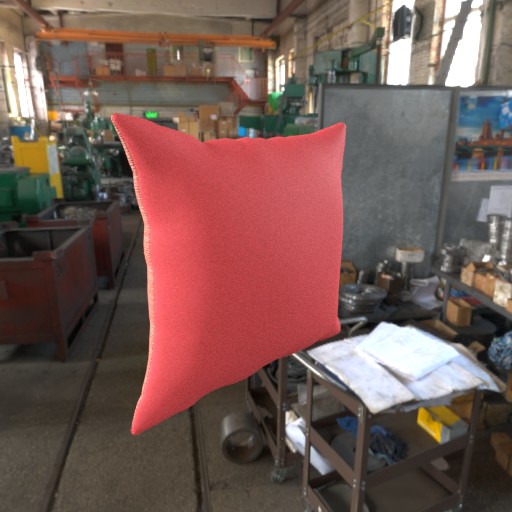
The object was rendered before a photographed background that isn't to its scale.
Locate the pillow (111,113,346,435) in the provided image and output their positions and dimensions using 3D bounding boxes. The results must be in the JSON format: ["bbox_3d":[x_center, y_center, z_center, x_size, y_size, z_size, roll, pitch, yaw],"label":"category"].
[{"bbox_3d":[0.000,0.000,0.838,0.559,0.501,0.229,-15,21,-42],"label":"pillow"}]
